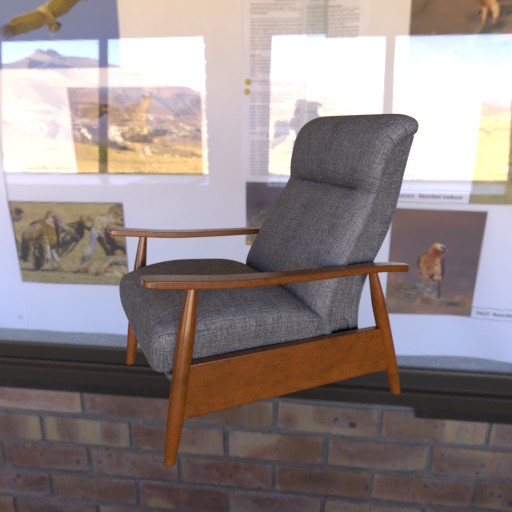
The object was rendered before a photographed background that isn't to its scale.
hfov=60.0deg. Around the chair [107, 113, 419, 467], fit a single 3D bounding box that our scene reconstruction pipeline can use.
[{"bbox_3d":[0.000,0.000,1.766,1.030,1.082,0.762,-7,18,-24],"label":"chair"}]
